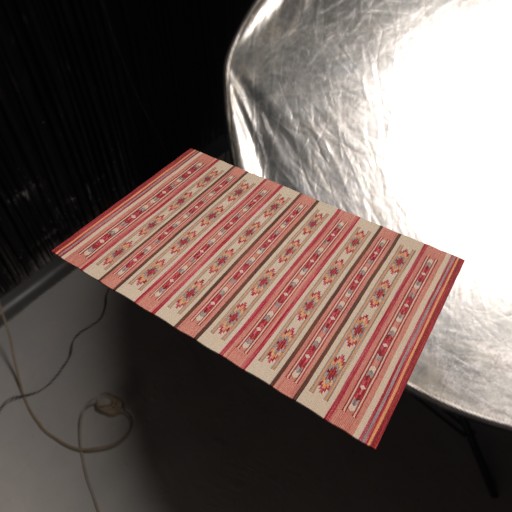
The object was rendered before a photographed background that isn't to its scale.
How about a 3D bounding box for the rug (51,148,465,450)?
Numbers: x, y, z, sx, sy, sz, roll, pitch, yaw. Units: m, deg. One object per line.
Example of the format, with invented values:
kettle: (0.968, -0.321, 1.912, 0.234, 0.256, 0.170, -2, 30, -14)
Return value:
rug: (0.000, 0.000, 3.072, 2.431, 0.010, 1.535, 26, 52, 22)
